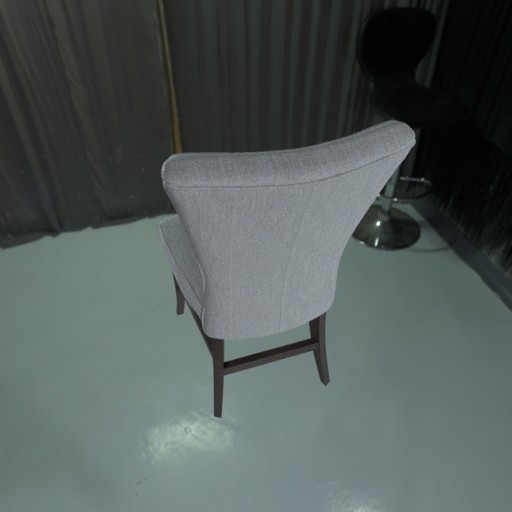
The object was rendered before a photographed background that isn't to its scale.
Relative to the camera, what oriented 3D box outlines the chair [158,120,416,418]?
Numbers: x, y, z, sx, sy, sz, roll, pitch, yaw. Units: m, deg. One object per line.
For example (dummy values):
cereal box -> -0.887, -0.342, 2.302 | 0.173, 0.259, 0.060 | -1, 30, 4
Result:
chair -> 0.000, 0.000, 1.339 | 0.520, 0.991, 0.660 | -12, 43, -14
